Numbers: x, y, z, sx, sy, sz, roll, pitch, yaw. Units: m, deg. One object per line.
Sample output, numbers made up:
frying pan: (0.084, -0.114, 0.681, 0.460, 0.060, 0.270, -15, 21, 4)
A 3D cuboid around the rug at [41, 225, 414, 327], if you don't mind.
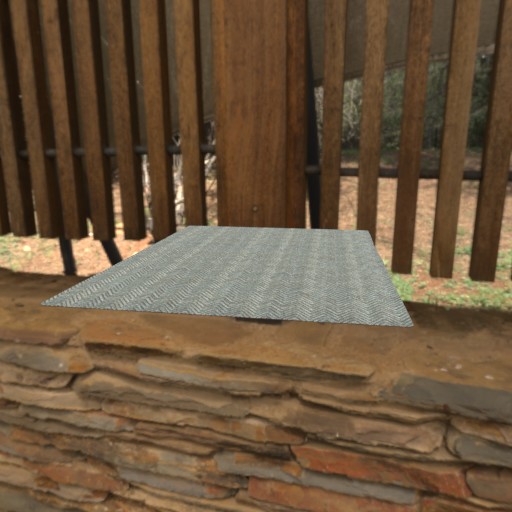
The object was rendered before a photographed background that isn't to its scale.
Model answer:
rug: (0.000, 0.000, 5.228, 2.894, 0.011, 3.957, 2, 13, 9)
